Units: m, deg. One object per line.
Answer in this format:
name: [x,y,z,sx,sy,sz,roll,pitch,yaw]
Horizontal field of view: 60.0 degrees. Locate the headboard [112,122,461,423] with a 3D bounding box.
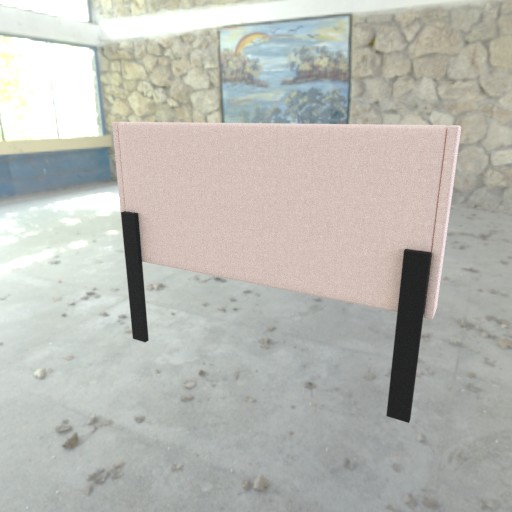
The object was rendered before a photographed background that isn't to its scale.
headboard: [0.000,0.000,2.657,2.051,1.524,0.184,9,20,27]
